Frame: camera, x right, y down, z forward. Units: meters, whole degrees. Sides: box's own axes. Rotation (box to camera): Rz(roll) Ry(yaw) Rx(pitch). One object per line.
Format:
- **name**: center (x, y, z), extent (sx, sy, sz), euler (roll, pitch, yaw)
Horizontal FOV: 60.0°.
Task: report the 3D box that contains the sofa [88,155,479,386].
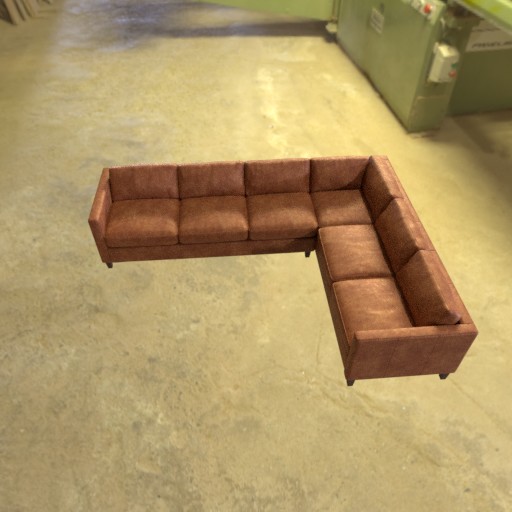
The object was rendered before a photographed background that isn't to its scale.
- **sofa**: center (0.000, 0.000, 4.245), extent (3.167, 0.838, 2.438), euler (-3, 45, -3)
